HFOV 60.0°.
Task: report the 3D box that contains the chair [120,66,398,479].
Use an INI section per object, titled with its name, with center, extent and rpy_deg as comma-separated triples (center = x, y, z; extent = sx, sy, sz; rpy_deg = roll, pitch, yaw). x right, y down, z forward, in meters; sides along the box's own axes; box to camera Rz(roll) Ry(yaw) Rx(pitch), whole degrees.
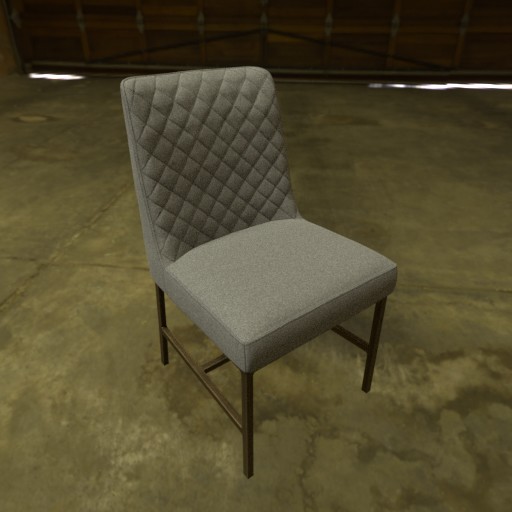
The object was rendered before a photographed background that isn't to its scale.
[chair]
center = 0.000, 0.000, 1.211
extent = 0.508, 0.889, 0.587
rpy_deg = -21, 36, -32
